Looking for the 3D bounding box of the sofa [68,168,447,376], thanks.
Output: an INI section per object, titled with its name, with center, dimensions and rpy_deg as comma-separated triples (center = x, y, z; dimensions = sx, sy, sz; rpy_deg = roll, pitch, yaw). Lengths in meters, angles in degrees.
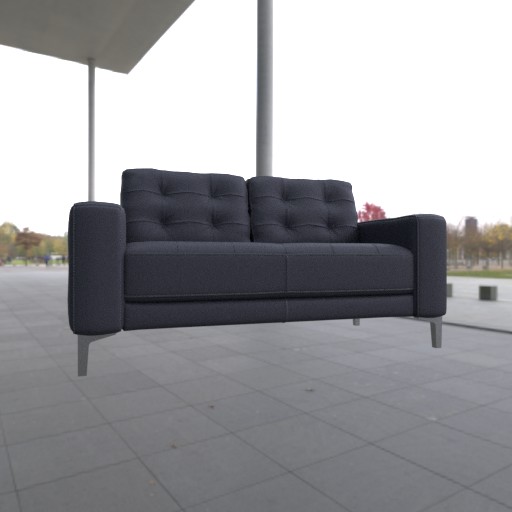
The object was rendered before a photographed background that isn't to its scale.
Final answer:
[sofa]
center = 0.000, 0.000, 2.263
dimensions = 1.726, 0.893, 0.833
rpy_deg = 0, 0, -18
